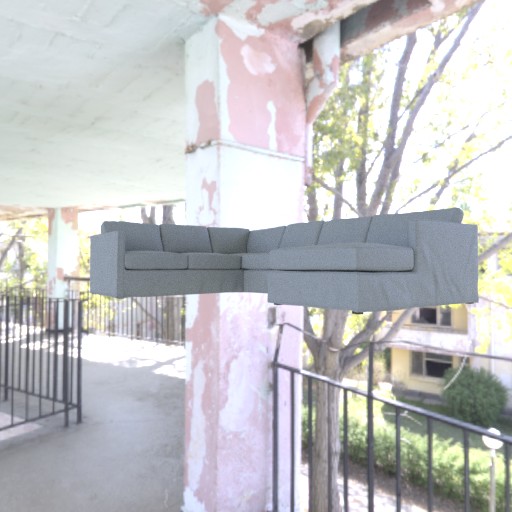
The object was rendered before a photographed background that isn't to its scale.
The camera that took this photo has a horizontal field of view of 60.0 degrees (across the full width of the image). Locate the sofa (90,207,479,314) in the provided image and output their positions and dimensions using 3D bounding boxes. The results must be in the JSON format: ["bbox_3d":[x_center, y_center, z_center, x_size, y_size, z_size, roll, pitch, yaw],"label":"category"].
[{"bbox_3d":[0.000,0.000,4.596,2.427,0.882,3.460,1,-2,-36],"label":"sofa"}]
